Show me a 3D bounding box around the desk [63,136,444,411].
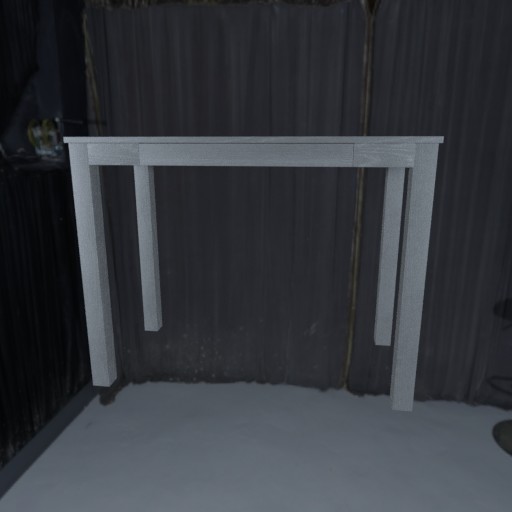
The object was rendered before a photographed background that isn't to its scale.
[{"bbox_3d":[0.000,0.000,1.475,0.991,0.762,0.499,2,15,8],"label":"desk"}]
